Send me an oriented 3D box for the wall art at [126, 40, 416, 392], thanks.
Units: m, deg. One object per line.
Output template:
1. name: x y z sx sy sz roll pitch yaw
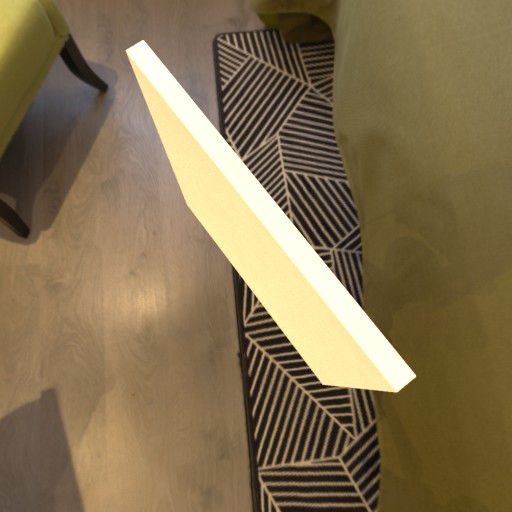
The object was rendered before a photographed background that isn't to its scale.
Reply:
1. wall art: 0.000 0.000 1.116 0.040 0.762 0.762 -36 78 -9
